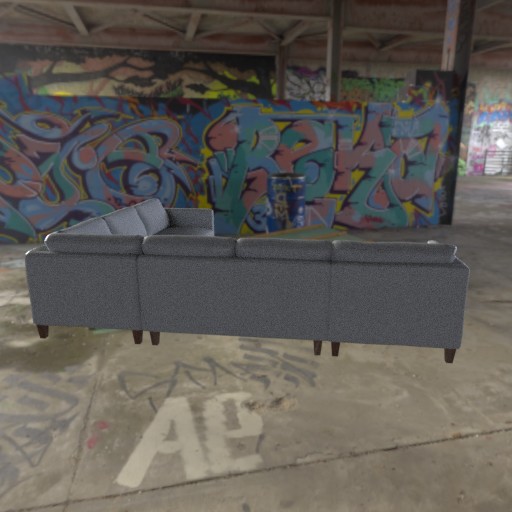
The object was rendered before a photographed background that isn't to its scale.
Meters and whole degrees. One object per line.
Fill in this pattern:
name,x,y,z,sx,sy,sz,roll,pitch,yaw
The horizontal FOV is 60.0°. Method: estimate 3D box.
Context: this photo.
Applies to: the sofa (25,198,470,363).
sofa,0.000,0.000,4.394,3.238,0.853,2.551,2,14,7
